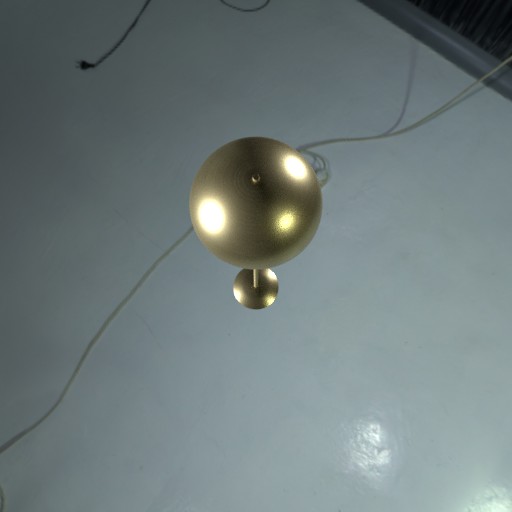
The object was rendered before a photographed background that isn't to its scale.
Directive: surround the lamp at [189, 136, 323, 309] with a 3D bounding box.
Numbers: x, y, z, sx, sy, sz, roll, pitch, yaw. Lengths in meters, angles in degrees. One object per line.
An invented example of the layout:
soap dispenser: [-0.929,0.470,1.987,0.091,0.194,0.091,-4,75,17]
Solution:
lamp: [0.000,0.000,1.654,0.328,1.480,0.328,33,79,7]
